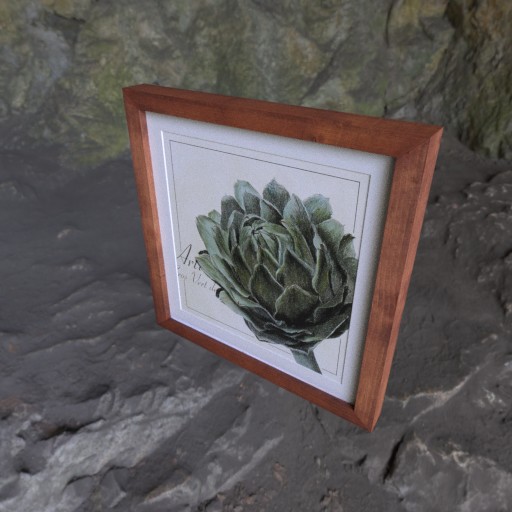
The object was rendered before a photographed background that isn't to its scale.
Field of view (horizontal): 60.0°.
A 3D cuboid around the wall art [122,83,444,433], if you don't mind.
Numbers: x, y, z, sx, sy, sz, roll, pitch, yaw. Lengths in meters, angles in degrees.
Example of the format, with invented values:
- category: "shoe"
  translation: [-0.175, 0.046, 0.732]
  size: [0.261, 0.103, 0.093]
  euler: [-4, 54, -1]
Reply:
- category: "wall art"
  translation: [0.000, 0.000, 0.581]
  size: [0.386, 0.385, 0.038]
  euler: [19, 36, 29]
